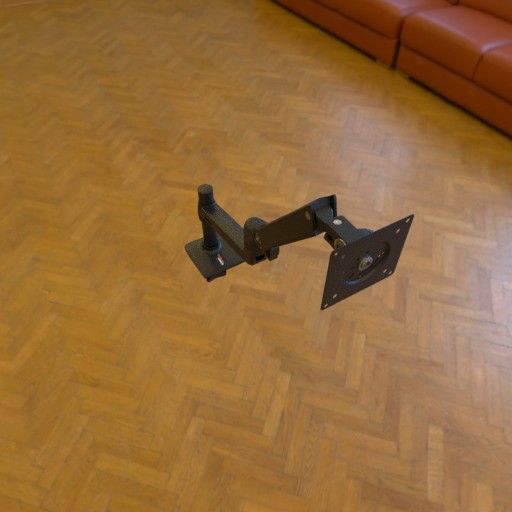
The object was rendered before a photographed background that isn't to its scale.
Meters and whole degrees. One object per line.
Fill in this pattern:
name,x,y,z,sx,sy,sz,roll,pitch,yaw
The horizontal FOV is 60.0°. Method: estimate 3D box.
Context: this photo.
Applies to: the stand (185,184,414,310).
stand,0.000,0.000,1.054,0.152,0.713,0.650,-23,52,-20
